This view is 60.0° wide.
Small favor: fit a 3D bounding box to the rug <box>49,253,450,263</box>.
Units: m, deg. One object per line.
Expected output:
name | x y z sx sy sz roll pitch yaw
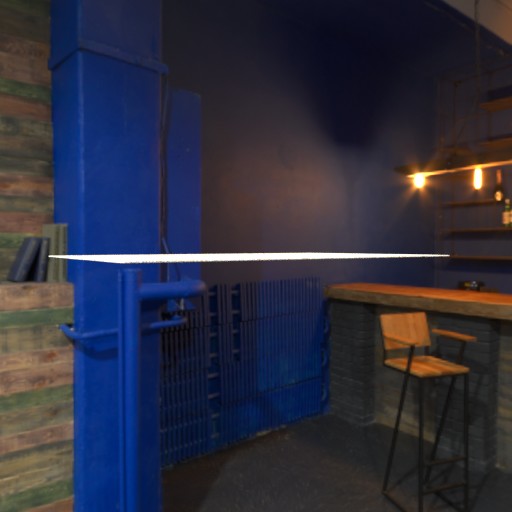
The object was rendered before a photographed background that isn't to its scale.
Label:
rug | 0.000 0.000 3.148 2.446 0.009 1.529 -1 1 -36
